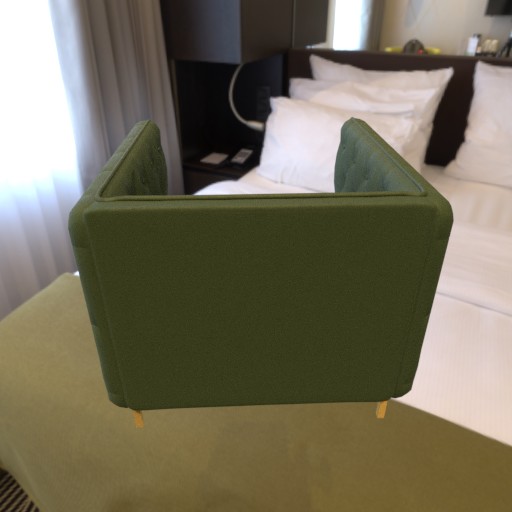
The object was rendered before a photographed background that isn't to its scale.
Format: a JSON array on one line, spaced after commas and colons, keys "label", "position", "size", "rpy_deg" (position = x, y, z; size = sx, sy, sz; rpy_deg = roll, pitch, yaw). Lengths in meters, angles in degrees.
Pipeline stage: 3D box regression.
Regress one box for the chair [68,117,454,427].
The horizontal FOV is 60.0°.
[{"label": "chair", "position": [0.000, 0.000, 1.518], "size": [0.917, 0.768, 0.855], "rpy_deg": [-1, 30, -2]}]
